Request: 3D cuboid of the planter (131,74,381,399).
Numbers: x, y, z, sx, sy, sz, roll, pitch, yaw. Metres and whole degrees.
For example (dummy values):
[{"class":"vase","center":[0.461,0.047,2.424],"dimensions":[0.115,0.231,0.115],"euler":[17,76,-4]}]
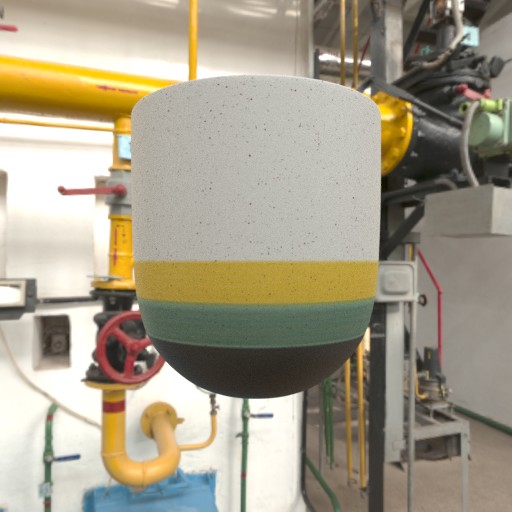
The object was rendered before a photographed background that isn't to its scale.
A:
[{"class":"planter","center":[0.000,0.000,0.358],"dimensions":[0.195,0.214,0.195],"euler":[0,-1,0]}]
